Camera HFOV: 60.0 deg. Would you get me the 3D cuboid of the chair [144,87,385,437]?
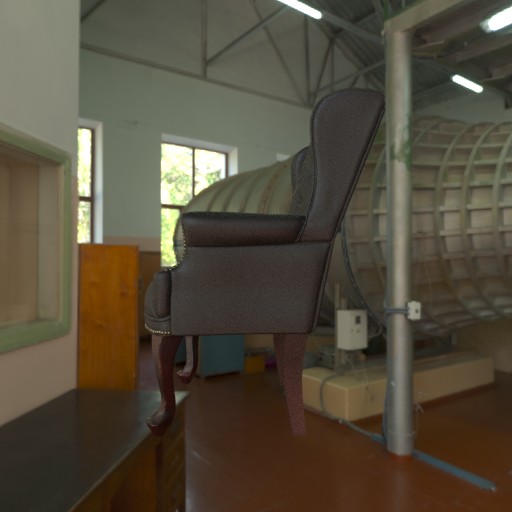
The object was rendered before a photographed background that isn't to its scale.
[{"bbox_3d":[0.000,0.000,1.702,0.822,1.133,0.831,0,-1,-1],"label":"chair"}]
